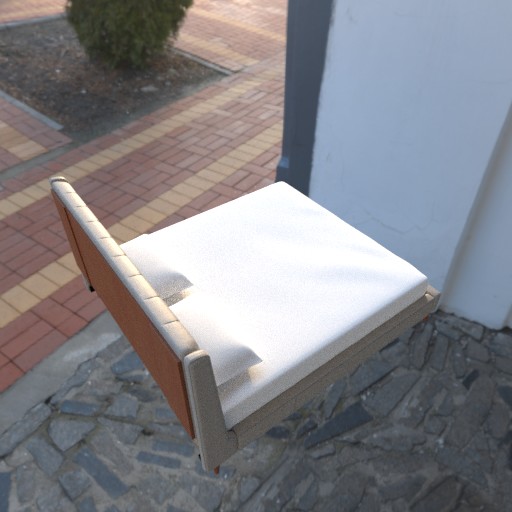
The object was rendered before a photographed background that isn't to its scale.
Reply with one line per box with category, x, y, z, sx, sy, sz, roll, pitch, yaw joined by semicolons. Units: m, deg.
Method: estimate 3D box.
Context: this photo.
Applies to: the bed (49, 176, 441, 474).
bed;0.000;0.000;3.587;2.342;1.289;2.062;-26;47;-27
